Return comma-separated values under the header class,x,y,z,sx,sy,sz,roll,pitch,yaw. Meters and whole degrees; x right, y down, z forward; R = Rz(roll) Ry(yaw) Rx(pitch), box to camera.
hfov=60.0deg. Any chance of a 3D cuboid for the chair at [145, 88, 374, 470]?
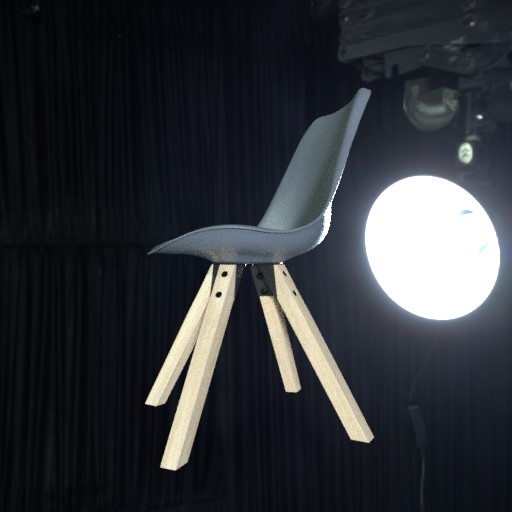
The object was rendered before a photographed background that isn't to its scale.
class,x,y,z,sx,sy,sz,roll,pitch,yaw
chair,0.000,0.000,1.156,0.550,0.850,0.485,0,-1,-18
